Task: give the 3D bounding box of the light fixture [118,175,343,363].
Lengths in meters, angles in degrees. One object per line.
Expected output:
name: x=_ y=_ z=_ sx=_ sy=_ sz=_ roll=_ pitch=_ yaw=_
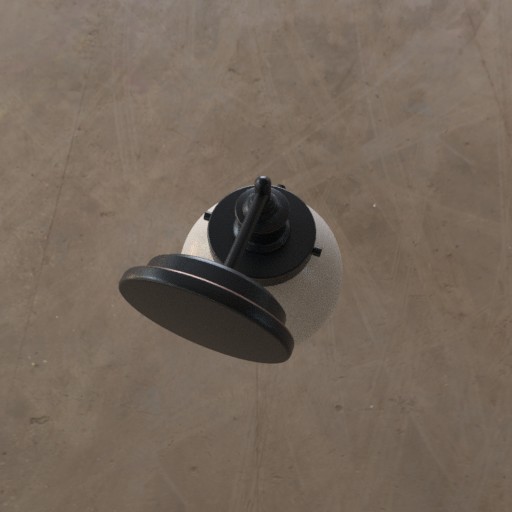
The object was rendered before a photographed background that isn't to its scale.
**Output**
light fixture: x=0.000 y=0.000 z=0.469 sx=0.197 sy=0.332 sz=0.230 roll=18 pitch=65 yaw=9
